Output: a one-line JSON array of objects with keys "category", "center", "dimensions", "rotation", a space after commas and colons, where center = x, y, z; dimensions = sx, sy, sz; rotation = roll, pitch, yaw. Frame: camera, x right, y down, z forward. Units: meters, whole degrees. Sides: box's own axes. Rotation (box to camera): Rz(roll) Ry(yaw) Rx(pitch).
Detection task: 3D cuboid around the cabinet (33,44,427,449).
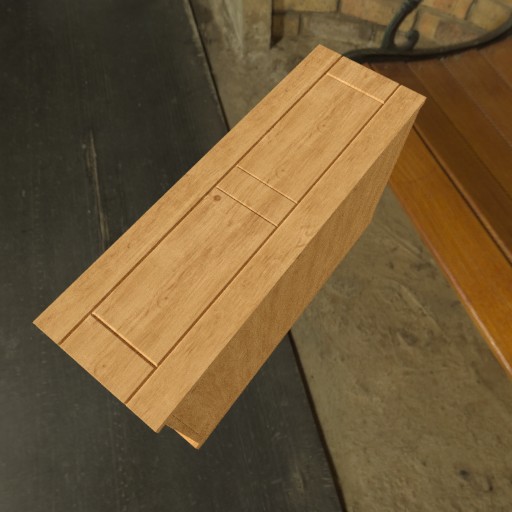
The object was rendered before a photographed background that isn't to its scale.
[{"category": "cabinet", "center": [0.000, 0.000, 1.675], "dimensions": [0.432, 0.810, 1.321], "rotation": [34, 68, 16]}]
